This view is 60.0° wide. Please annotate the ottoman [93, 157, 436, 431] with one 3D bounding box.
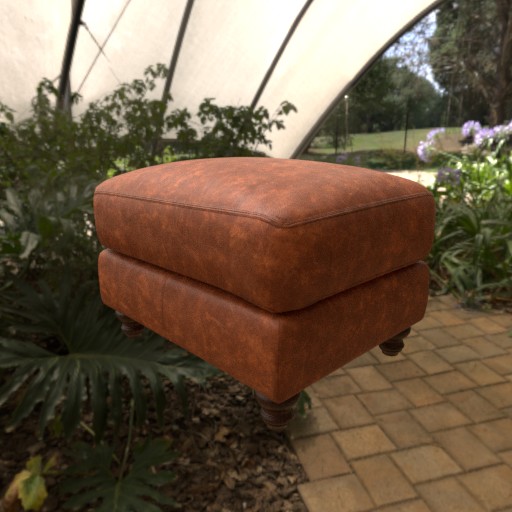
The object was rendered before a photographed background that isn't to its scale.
[{"bbox_3d":[0.000,0.000,1.298,0.657,0.562,0.832,-14,21,-42],"label":"ottoman"}]
